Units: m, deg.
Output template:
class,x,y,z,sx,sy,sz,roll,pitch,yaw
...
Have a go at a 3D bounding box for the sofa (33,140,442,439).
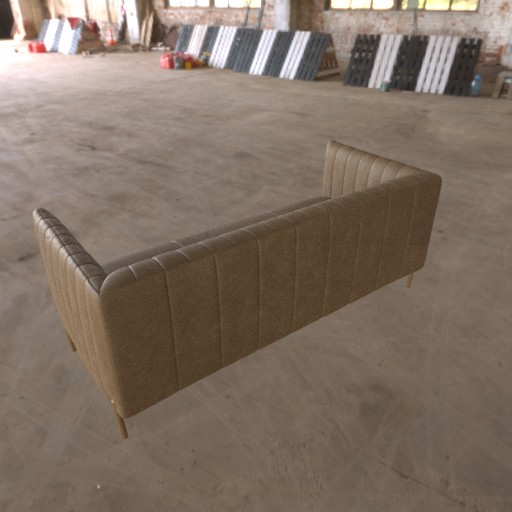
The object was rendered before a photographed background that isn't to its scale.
class,x,y,z,sx,sy,sz,roll,pitch,yaw
sofa,0.000,0.000,2.401,1.980,0.779,0.876,-20,36,-31
